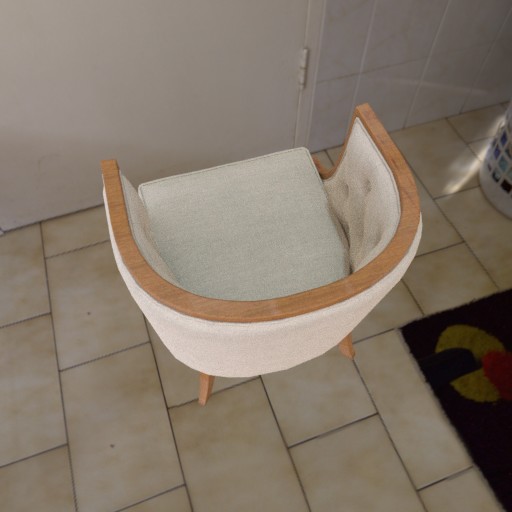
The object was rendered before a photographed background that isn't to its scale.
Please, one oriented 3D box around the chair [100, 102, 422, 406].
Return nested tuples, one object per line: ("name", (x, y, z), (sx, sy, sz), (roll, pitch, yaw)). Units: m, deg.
("chair", (0.000, 0.000, 1.349), (0.711, 0.775, 0.757), (-15, 60, -9))
